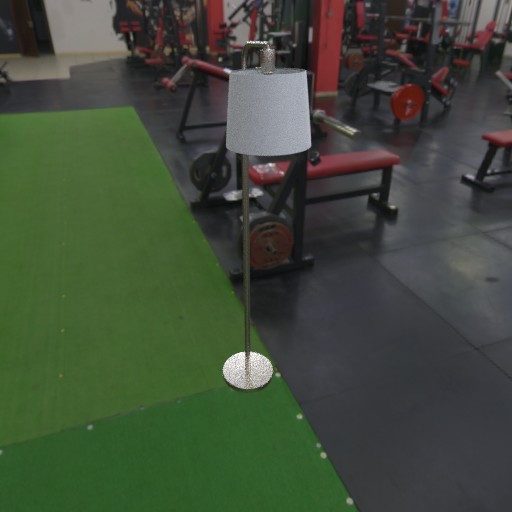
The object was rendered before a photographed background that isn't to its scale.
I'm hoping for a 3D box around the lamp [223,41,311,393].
[{"bbox_3d":[0.000,0.000,1.669,0.254,1.478,0.508,-9,32,-15],"label":"lamp"}]
